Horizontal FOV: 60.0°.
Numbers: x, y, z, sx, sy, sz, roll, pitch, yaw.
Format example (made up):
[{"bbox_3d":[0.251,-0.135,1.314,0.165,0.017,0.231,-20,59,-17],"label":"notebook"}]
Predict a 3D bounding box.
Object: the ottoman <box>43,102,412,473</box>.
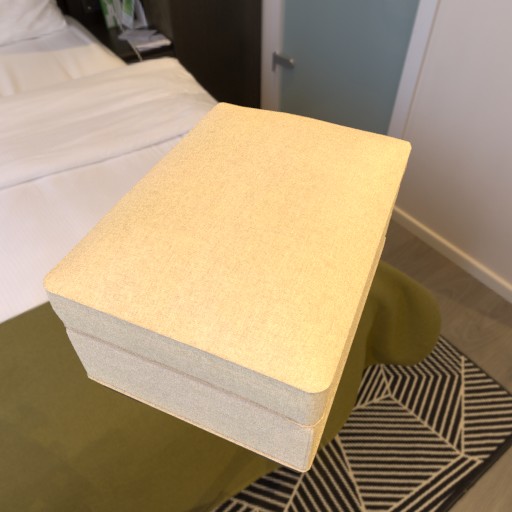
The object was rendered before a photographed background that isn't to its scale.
[{"bbox_3d":[0.000,0.000,1.213,0.619,0.504,0.843,17,49,16],"label":"ottoman"}]
